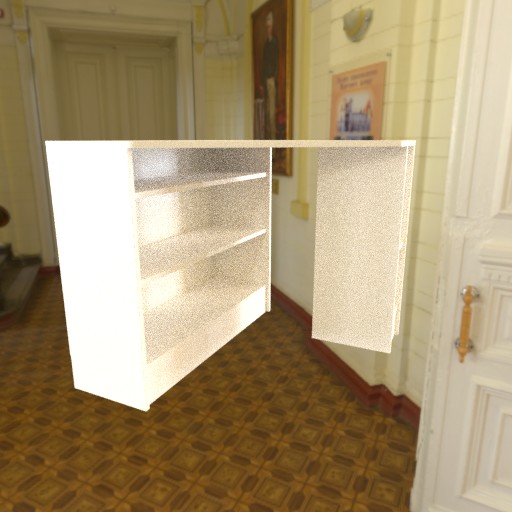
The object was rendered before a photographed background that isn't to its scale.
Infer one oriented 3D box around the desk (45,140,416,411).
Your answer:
[{"bbox_3d":[0.000,0.000,1.624,0.926,0.818,0.940,7,16,25],"label":"desk"}]
